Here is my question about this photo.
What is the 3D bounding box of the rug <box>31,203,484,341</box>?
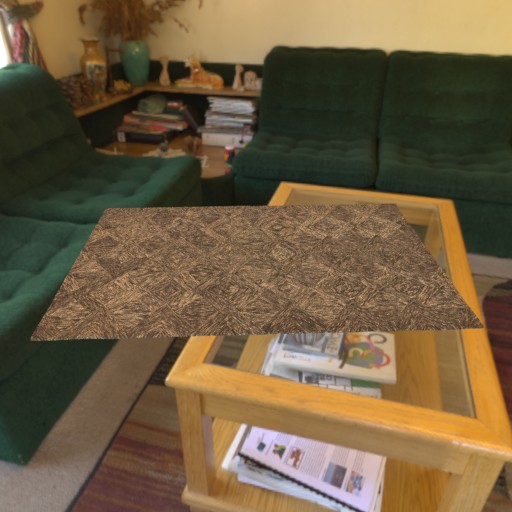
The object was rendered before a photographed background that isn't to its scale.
[{"bbox_3d":[0.000,0.000,2.257,1.808,0.011,1.189,-1,32,-2],"label":"rug"}]
